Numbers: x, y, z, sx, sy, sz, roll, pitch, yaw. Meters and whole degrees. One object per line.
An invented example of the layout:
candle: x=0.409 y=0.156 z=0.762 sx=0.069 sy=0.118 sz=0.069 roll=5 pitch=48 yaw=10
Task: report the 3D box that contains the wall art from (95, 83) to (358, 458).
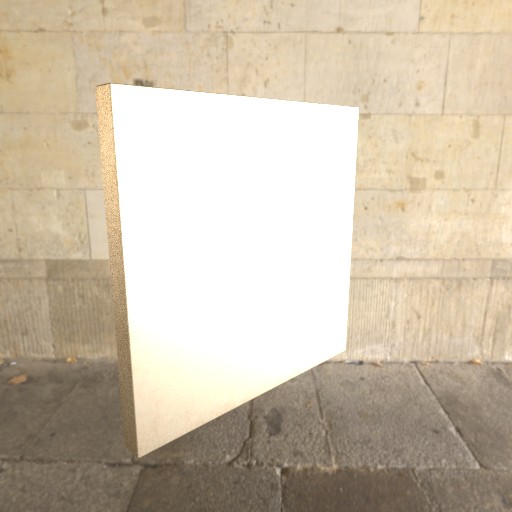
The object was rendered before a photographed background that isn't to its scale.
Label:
wall art: x=0.000 y=0.000 z=0.755 sx=0.503 sy=0.506 sz=0.040 roll=-13 pitch=19 yaw=-42
